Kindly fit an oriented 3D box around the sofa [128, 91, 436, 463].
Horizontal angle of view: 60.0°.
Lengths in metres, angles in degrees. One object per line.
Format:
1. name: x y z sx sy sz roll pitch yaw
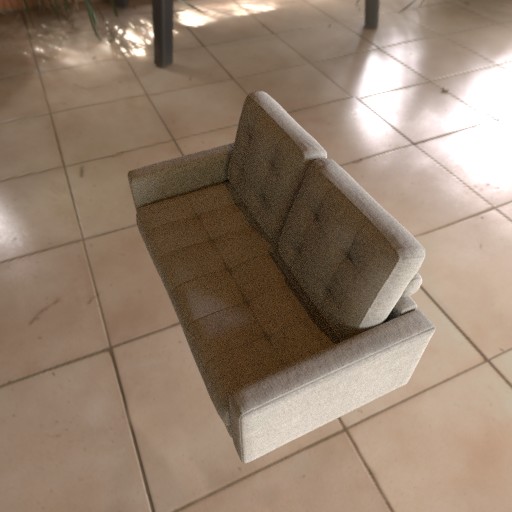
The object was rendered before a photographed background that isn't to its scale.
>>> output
1. sofa: 0.000 0.000 1.990 0.842 0.907 1.407 -19 50 -17
